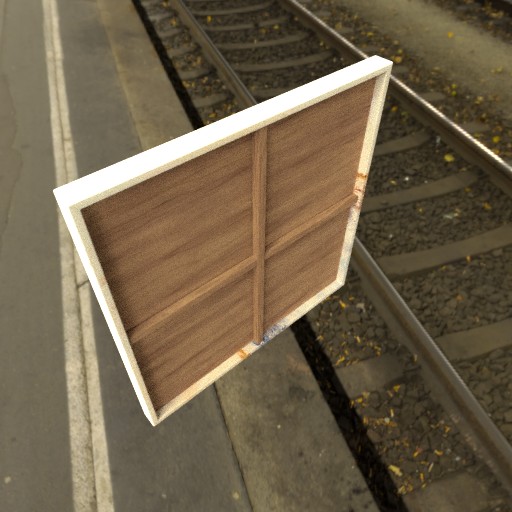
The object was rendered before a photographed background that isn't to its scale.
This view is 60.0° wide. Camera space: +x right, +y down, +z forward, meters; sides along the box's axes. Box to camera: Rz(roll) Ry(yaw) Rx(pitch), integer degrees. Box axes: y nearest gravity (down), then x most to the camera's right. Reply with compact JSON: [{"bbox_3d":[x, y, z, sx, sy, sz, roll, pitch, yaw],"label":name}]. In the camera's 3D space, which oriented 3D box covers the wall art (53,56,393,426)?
[{"bbox_3d":[0.000,0.000,1.527,1.061,1.061,0.071,-32,54,-27],"label":"wall art"}]
